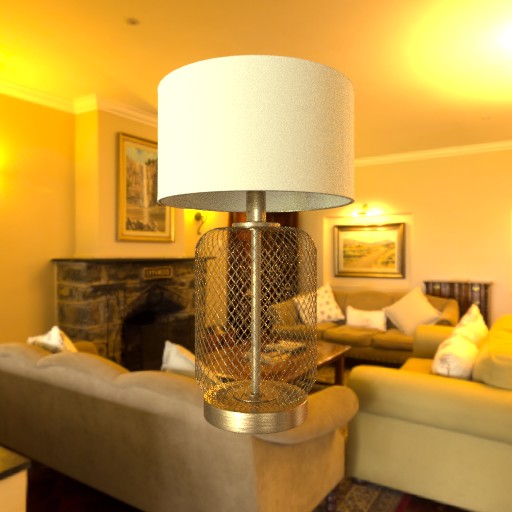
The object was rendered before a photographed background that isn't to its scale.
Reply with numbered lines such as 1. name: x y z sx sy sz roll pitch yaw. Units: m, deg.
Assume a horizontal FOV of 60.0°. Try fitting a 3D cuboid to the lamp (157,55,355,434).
1. lamp: 0.000 0.000 0.813 0.353 0.578 0.353 0 0 0
